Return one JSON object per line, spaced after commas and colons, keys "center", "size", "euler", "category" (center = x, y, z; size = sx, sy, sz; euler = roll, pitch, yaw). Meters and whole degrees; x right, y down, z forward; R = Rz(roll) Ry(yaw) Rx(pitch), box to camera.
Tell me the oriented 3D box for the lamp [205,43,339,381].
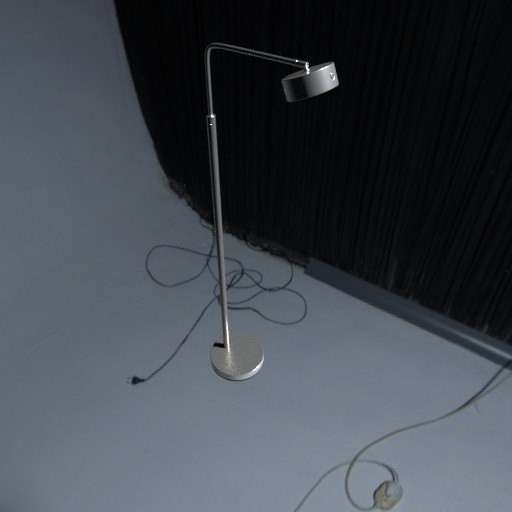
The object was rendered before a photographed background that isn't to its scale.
{"center": [0.000, 0.000, 1.421], "size": [0.421, 1.250, 0.222], "euler": [26, 47, 27], "category": "lamp"}
